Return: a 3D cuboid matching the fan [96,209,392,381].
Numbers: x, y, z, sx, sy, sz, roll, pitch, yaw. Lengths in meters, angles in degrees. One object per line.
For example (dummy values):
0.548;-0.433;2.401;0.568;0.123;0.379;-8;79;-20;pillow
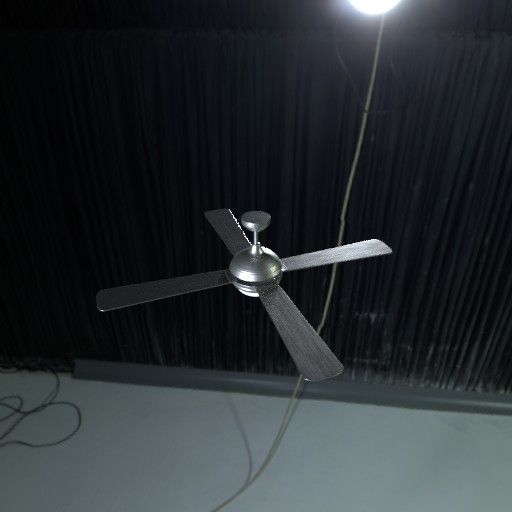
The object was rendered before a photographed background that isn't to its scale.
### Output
0.000;0.000;1.970;1.321;0.381;1.321;0;31;1;fan
